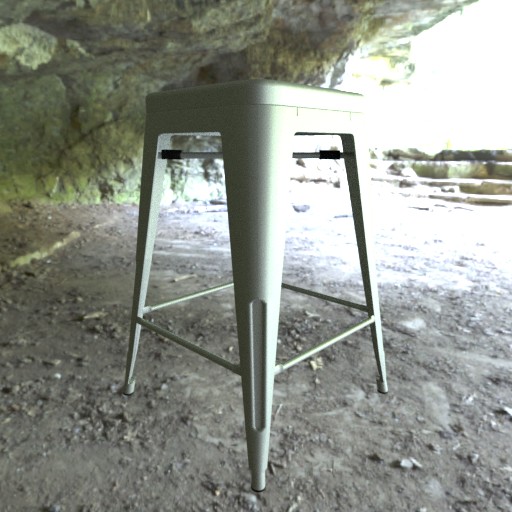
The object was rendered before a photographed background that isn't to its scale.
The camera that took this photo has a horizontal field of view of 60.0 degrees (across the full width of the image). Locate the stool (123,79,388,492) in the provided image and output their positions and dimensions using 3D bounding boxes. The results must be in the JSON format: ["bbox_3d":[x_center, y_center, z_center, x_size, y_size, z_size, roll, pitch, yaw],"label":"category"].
[{"bbox_3d":[0.000,0.000,0.880,0.410,0.608,0.410,13,19,43],"label":"stool"}]
